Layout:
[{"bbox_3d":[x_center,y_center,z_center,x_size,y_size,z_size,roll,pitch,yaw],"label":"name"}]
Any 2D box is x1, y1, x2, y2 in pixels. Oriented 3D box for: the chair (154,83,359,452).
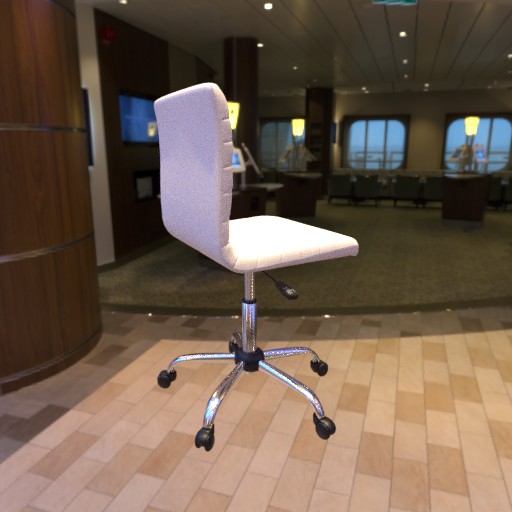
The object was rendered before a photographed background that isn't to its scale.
[{"bbox_3d":[0.000,0.000,1.091,0.455,0.750,0.520,-7,16,-26],"label":"chair"}]
